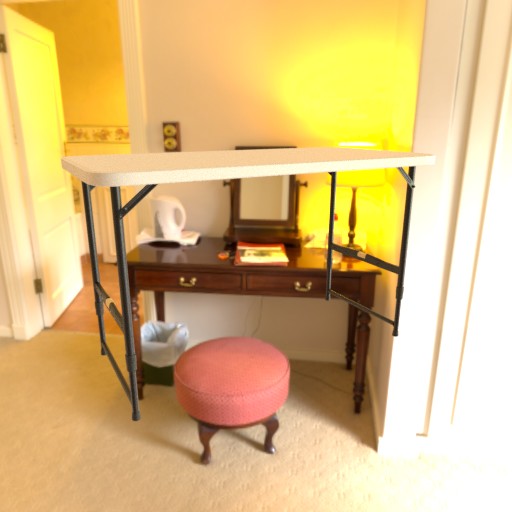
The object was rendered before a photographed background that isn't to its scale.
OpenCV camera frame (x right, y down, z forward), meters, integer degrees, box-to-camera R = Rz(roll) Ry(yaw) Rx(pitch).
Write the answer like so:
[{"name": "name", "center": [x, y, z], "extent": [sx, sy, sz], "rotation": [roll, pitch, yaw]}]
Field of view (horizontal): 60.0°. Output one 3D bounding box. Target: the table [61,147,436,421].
[{"name": "table", "center": [0.000, 0.000, 1.660], "extent": [1.219, 0.737, 0.610], "rotation": [-9, 19, -28]}]
